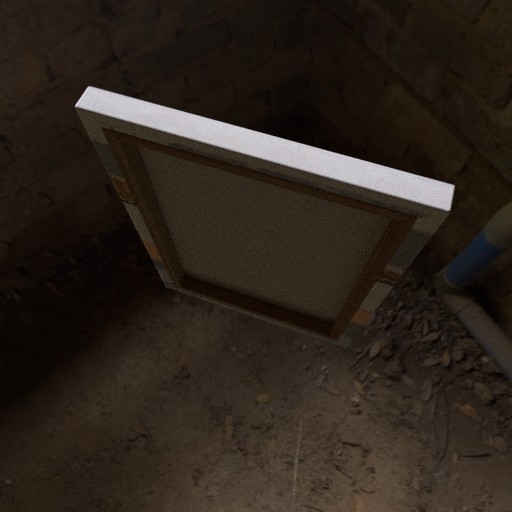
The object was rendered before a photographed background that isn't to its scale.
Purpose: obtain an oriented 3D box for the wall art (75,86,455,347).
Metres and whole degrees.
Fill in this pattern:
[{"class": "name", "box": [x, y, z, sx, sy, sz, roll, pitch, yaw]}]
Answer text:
[{"class": "wall art", "box": [0.000, 0.000, 0.790, 0.456, 0.609, 0.038, 17, 66, 8]}]
